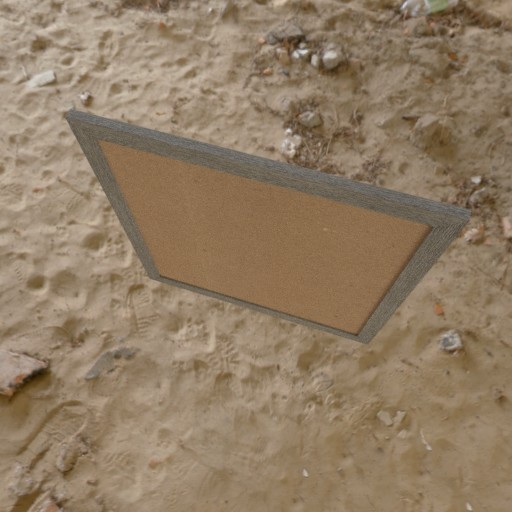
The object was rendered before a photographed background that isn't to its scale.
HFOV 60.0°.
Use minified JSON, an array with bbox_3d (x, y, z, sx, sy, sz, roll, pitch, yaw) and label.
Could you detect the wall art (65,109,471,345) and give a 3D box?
[{"bbox_3d":[0.000,0.000,1.024,0.685,0.685,0.020,16,64,8],"label":"wall art"}]
